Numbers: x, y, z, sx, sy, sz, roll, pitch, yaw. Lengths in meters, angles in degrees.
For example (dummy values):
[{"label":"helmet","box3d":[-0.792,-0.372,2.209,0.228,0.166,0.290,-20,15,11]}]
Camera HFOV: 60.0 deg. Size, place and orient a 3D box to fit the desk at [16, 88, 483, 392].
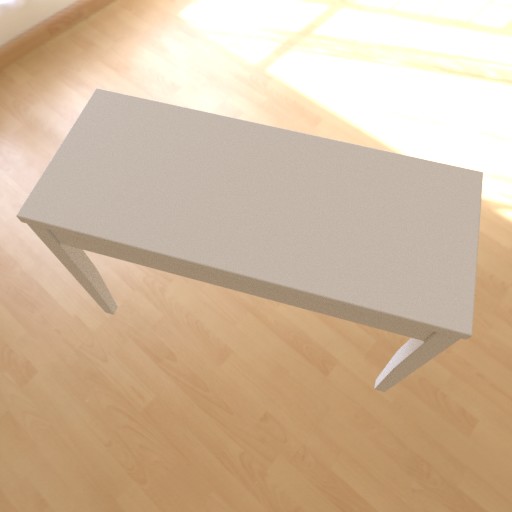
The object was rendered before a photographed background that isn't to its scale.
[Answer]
[{"label":"desk","box3d":[0.000,0.000,1.587,1.220,0.775,0.508,14,64,7]}]
